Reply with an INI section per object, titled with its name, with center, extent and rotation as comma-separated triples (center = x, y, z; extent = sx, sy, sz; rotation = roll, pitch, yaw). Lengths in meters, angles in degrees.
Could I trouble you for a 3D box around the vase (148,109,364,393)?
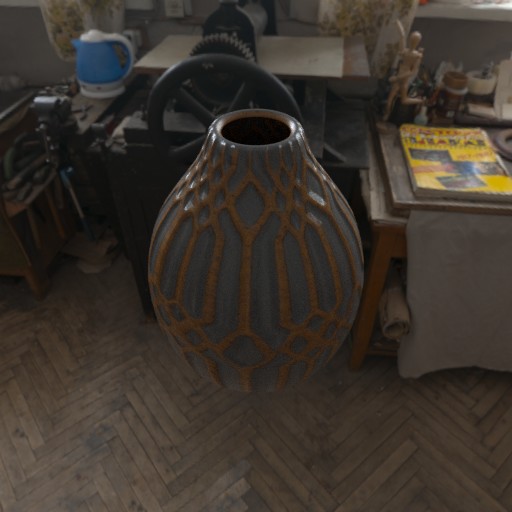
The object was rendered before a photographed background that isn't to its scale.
[vase]
center = 0.000, 0.000, 0.142
extent = 0.069, 0.088, 0.069
rotation = 0, 41, 0
